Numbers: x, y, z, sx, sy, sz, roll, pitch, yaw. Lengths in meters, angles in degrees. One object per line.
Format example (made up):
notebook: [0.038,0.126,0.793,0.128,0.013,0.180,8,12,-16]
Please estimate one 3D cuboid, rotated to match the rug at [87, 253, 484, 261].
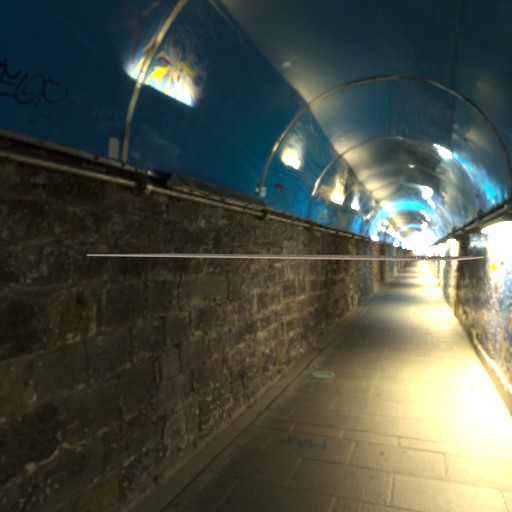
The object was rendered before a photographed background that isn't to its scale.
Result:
rug: [0.000,0.000,2.763,2.439,0.008,0.762,1,1,36]
